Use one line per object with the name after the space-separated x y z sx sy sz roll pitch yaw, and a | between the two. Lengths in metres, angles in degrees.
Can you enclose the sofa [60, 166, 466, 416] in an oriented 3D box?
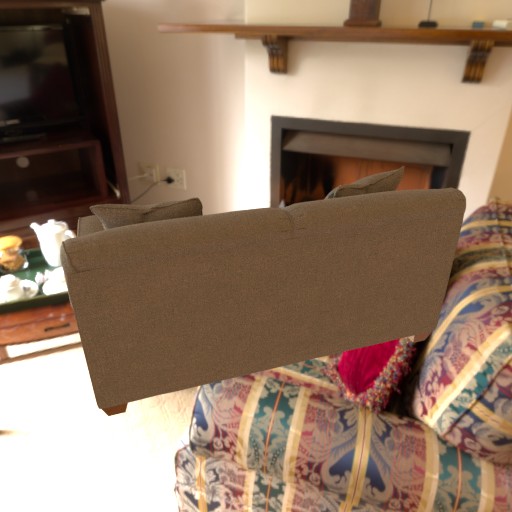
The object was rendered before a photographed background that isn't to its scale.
0.000 0.000 2.466 1.846 0.958 1.000 -9 30 -16 | sofa
